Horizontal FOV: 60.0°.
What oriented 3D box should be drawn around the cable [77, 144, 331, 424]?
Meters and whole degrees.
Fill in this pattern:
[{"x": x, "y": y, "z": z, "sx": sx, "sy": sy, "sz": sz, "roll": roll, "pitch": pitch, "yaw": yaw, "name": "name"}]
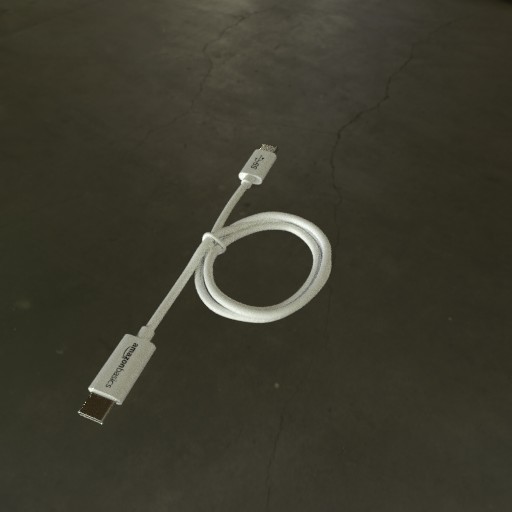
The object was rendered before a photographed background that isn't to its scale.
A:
[{"x": 0.000, "y": 0.000, "z": 0.209, "sx": 0.070, "sy": 0.014, "sz": 0.186, "roll": 16, "pitch": 49, "yaw": 14, "name": "cable"}]
